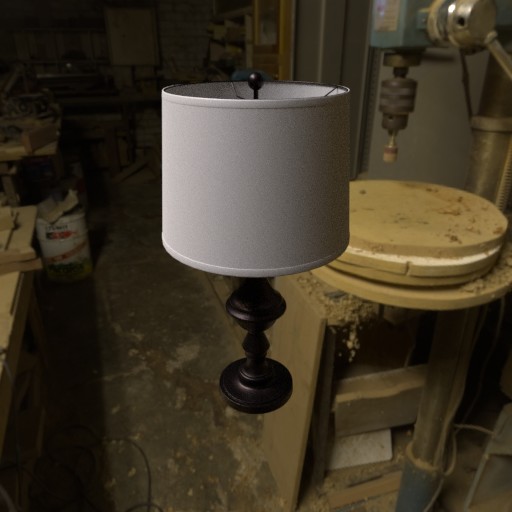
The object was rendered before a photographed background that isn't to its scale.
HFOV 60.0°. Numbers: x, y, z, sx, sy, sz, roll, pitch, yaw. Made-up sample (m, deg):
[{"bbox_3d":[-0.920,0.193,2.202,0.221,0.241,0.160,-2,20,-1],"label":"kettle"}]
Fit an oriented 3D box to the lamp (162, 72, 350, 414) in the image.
[{"bbox_3d":[0.000,0.000,0.946,0.383,0.726,0.383,0,26,0],"label":"lamp"}]
